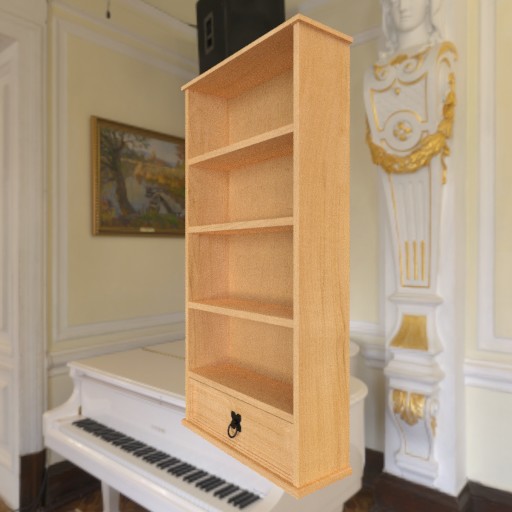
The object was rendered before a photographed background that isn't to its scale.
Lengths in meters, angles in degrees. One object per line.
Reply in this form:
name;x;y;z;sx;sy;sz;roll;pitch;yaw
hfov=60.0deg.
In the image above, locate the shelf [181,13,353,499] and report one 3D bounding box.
shelf;0.000;0.000;1.194;0.175;1.030;0.520;0;0;-38
